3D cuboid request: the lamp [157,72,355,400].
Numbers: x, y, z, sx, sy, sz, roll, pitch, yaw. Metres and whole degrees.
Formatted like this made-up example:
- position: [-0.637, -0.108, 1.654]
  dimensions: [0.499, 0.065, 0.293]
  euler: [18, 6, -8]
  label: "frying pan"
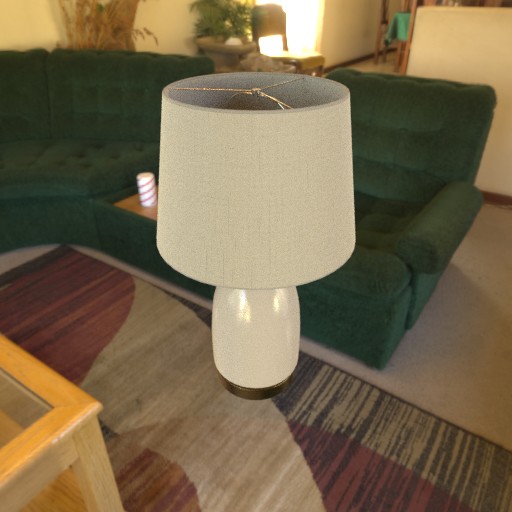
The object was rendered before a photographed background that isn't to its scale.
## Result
- position: [0.000, 0.000, 0.669]
  dimensions: [0.285, 0.483, 0.285]
  euler: [0, 32, 0]
  label: "lamp"
